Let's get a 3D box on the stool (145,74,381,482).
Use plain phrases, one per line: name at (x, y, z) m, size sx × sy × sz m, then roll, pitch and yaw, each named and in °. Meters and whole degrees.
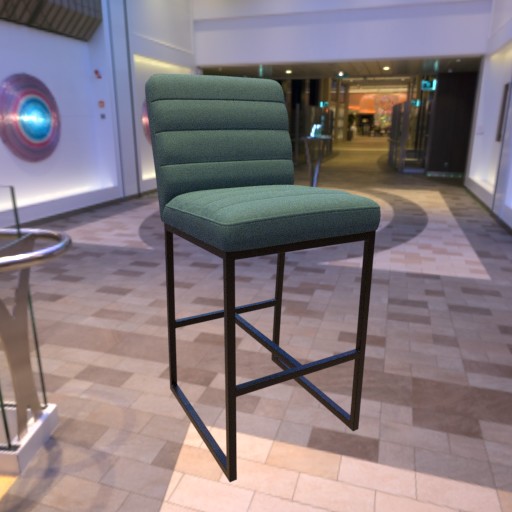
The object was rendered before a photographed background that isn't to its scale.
stool at (0.000, 0.000, 1.323) m, size 0.460 × 1.040 × 0.560 m, roll -9°, pitch 19°, yaw -28°
